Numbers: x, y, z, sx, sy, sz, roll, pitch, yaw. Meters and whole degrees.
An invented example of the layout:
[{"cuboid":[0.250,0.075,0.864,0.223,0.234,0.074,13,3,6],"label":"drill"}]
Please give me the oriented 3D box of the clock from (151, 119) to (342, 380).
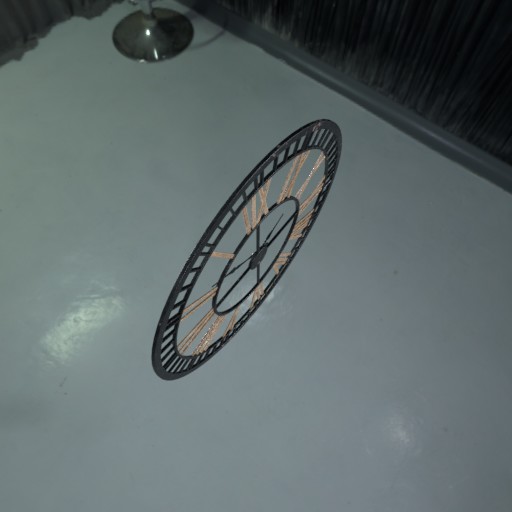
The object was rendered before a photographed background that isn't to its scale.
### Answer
[{"cuboid":[0.000,0.000,1.276,0.025,0.843,0.843,34,68,16],"label":"clock"}]
